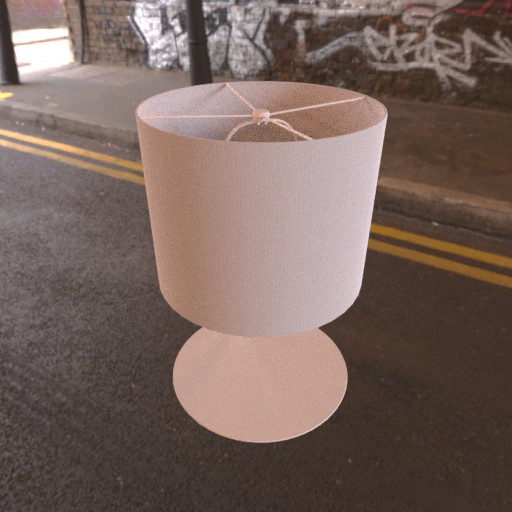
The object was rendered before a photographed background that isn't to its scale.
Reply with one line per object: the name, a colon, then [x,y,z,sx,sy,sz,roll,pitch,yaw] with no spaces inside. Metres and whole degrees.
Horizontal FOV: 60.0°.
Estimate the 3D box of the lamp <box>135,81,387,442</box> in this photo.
lamp: [0.000,0.000,0.673,0.299,0.454,0.341,-11,33,-17]
